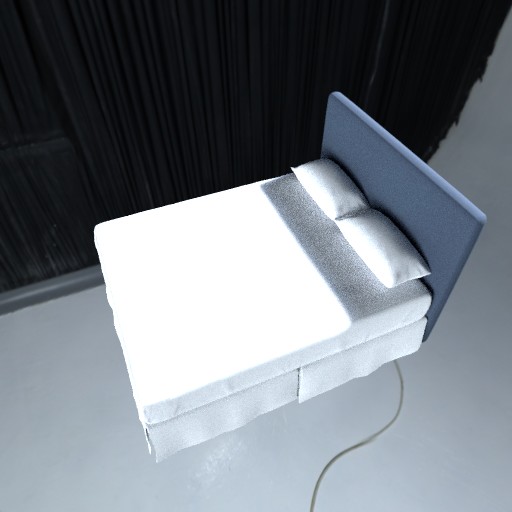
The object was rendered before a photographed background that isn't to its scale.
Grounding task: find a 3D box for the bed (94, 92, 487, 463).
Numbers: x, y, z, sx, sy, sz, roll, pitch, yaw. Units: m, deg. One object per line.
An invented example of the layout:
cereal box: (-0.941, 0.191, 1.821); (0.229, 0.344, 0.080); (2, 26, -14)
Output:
bed: (0.000, 0.000, 3.147); (2.162, 1.330, 1.713); (-17, 49, -16)
